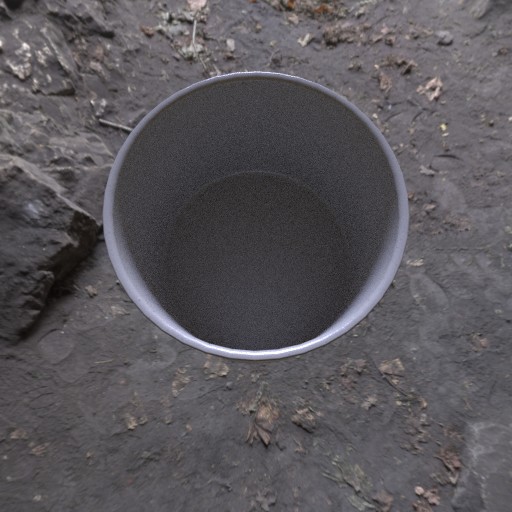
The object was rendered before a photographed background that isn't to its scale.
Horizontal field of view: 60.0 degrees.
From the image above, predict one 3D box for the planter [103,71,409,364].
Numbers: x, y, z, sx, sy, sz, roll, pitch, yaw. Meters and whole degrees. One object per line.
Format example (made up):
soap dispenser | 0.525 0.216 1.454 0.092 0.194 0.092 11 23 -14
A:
planter | 0.000 0.000 0.398 0.188 0.260 0.188 0 76 0
